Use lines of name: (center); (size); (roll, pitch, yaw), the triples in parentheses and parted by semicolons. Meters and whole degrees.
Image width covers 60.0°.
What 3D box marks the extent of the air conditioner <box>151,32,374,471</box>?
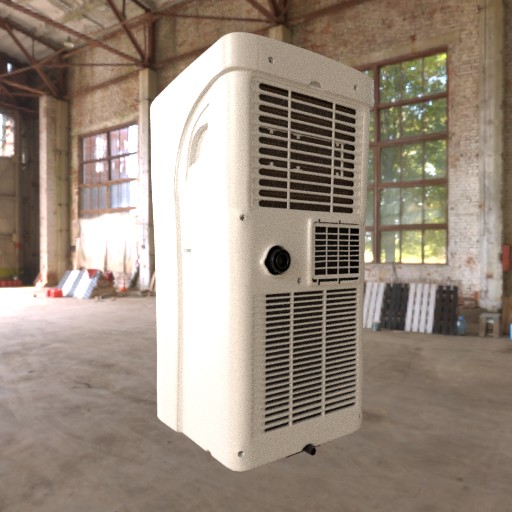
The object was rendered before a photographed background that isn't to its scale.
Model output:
air conditioner: (0.000, 0.000, 0.917); (0.352, 0.716, 0.369); (0, 1, -36)
